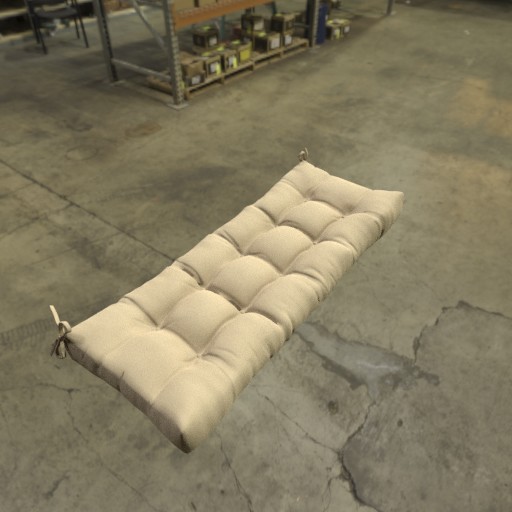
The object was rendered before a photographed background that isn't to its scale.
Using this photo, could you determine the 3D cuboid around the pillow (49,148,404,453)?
[{"bbox_3d":[0.000,0.000,1.367,0.511,0.174,1.194,26,47,27],"label":"pillow"}]
